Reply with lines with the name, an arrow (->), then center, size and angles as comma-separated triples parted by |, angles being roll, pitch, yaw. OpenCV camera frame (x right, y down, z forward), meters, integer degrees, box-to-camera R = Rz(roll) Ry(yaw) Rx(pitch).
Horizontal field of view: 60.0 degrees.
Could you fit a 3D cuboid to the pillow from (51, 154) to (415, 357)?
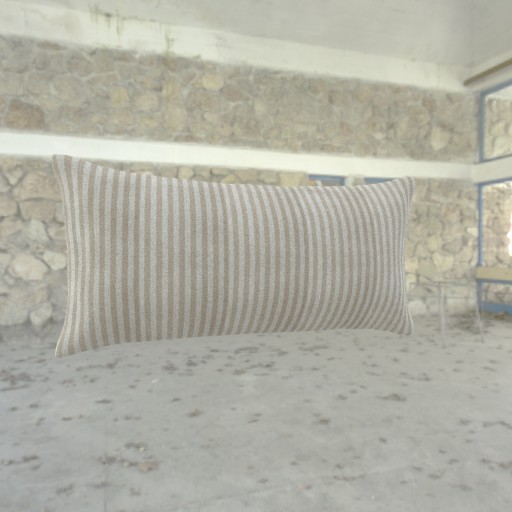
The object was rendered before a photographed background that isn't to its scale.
pillow -> 0.000, 0.000, 0.733 | 0.617, 0.295, 0.151 | 0, 0, -18
